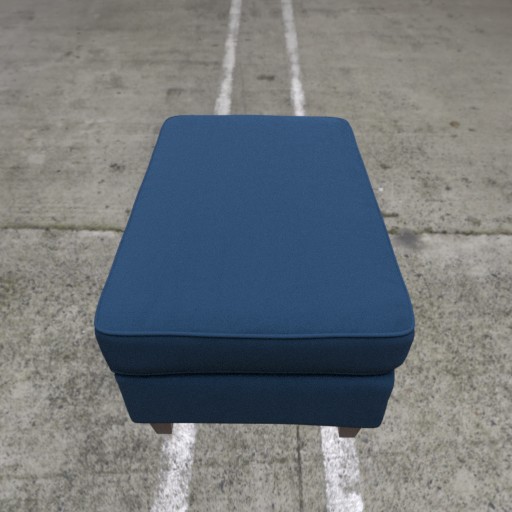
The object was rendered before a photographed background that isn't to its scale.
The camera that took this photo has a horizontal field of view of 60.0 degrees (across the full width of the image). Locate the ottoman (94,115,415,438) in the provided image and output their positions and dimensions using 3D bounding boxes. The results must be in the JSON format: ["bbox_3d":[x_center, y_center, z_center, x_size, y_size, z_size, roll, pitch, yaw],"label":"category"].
[{"bbox_3d":[0.000,0.000,1.203,0.583,0.484,0.862,0,42,0],"label":"ottoman"}]
